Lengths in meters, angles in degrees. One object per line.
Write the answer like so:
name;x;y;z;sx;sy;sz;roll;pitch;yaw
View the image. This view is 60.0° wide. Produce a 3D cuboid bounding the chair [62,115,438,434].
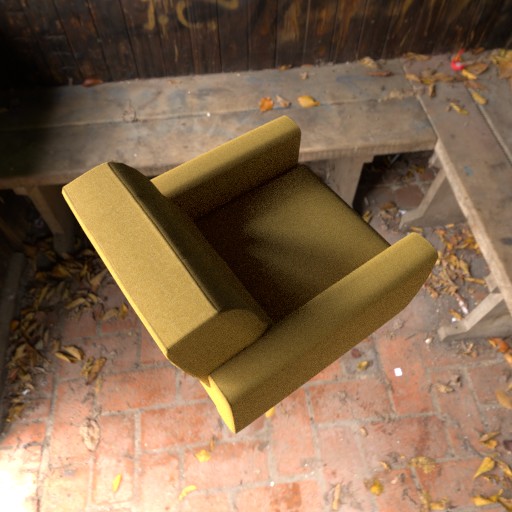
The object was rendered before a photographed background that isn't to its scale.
chair;0.000;0.000;1.553;0.909;0.841;0.831;-31;63;-18
